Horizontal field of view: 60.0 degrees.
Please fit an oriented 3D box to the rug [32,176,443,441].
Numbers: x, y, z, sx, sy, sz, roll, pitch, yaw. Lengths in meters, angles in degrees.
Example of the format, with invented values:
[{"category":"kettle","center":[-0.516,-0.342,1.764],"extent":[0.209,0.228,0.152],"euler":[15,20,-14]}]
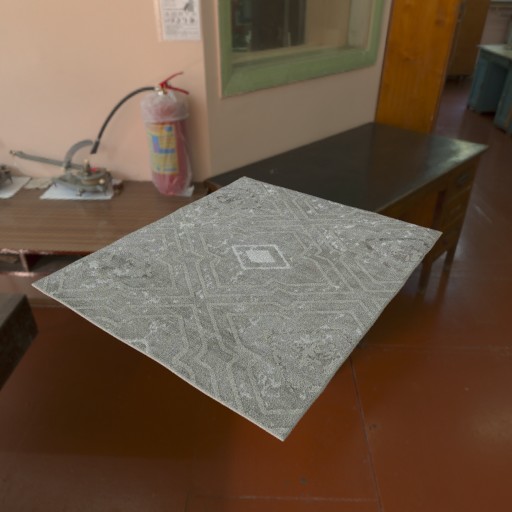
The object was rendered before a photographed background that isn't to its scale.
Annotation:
[{"category":"rug","center":[0.000,0.000,0.887],"extent":[0.548,0.006,0.639],"euler":[21,38,30]}]
